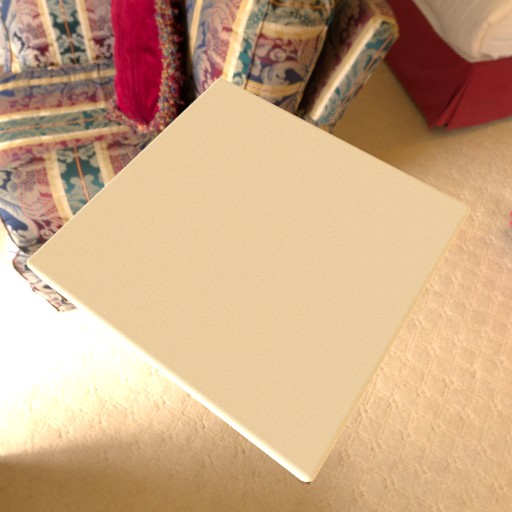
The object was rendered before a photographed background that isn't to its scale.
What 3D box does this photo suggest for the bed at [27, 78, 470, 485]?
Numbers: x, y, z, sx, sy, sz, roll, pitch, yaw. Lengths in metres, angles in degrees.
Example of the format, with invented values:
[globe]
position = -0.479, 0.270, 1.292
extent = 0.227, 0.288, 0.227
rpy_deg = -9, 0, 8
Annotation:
[bed]
position = 0.000, 0.000, 3.001
extent = 2.049, 0.616, 1.930
rpy_deg = 32, 68, 15
